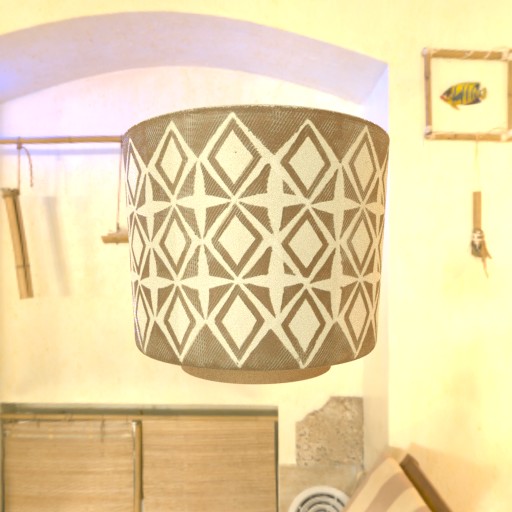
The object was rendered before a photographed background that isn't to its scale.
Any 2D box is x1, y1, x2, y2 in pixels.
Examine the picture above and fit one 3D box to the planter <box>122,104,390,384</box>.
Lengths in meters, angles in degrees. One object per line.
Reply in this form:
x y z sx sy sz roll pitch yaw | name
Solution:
0.000 0.000 0.450 0.260 0.220 0.260 0 0 0 | planter
